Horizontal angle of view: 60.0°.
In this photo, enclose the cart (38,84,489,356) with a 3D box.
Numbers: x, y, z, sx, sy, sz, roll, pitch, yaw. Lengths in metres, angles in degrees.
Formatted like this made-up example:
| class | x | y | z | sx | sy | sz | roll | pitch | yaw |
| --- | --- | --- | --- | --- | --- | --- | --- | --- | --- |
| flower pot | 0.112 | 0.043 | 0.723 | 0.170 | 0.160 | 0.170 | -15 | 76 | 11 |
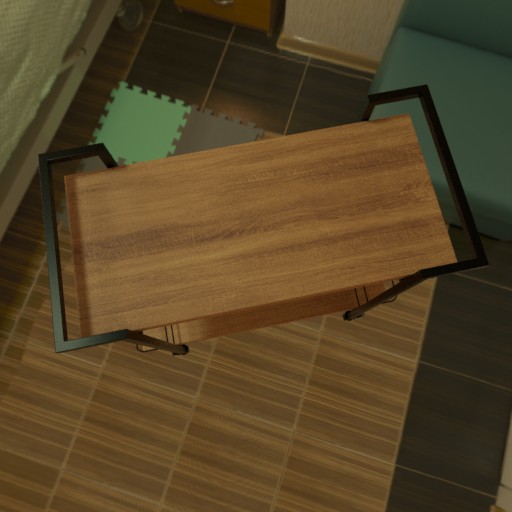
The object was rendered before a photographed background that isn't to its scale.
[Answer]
| class | x | y | z | sx | sy | sz | roll | pitch | yaw |
| --- | --- | --- | --- | --- | --- | --- | --- | --- | --- |
| cart | 0.000 | 0.000 | 1.223 | 0.806 | 0.762 | 0.406 | -11 | 76 | -3 |
